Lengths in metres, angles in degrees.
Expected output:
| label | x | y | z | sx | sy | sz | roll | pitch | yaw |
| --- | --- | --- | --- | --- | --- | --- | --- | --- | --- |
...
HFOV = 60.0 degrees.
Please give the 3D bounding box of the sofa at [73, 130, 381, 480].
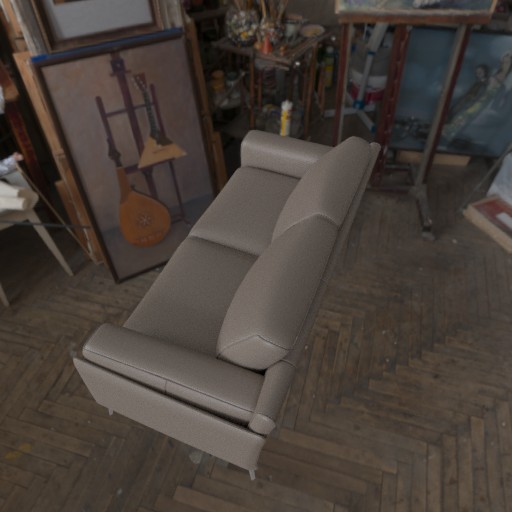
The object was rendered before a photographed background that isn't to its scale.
| label | x | y | z | sx | sy | sz | roll | pitch | yaw |
| --- | --- | --- | --- | --- | --- | --- | --- | --- | --- |
| sofa | 0.000 | 0.000 | 2.602 | 1.049 | 0.930 | 2.101 | 17 | 49 | 15 |
